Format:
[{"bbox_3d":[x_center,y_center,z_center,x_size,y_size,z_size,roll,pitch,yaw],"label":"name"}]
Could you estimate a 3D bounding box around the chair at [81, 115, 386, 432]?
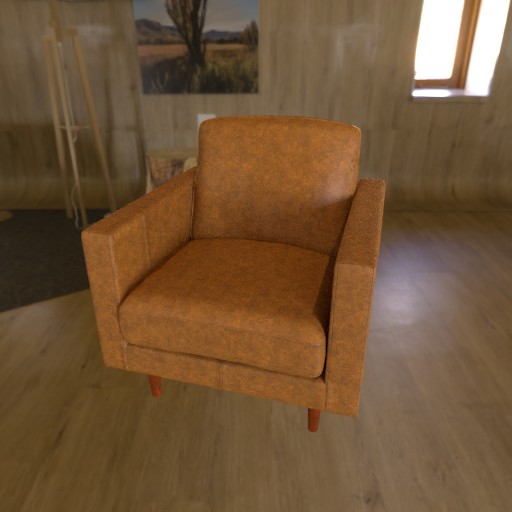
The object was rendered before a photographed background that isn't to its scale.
[{"bbox_3d":[0.000,0.000,1.695,0.890,0.956,0.909,7,26,15],"label":"chair"}]
